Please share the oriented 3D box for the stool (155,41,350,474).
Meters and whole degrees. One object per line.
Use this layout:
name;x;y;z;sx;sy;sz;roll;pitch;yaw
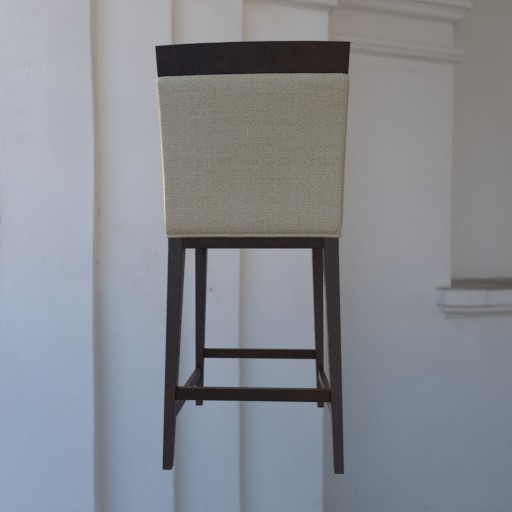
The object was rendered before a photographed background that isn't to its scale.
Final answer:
stool;0.000;0.000;1.389;0.511;1.117;0.531;0;1;3
